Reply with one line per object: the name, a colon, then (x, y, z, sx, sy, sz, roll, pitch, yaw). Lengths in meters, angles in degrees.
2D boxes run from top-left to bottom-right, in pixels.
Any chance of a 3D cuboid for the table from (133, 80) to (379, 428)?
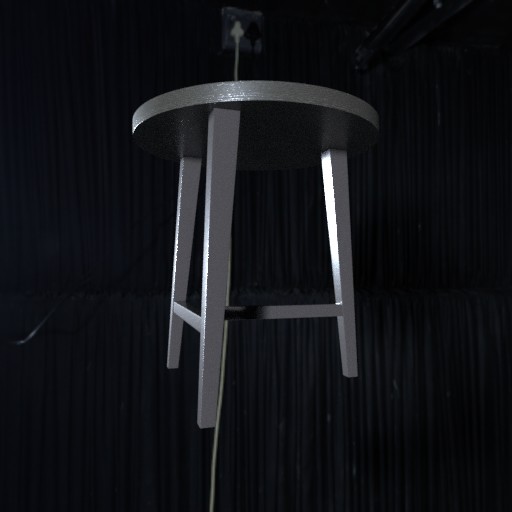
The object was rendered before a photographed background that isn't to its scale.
table: (0.000, 0.000, 0.927, 0.500, 0.531, 0.500, 0, -1, 0)
